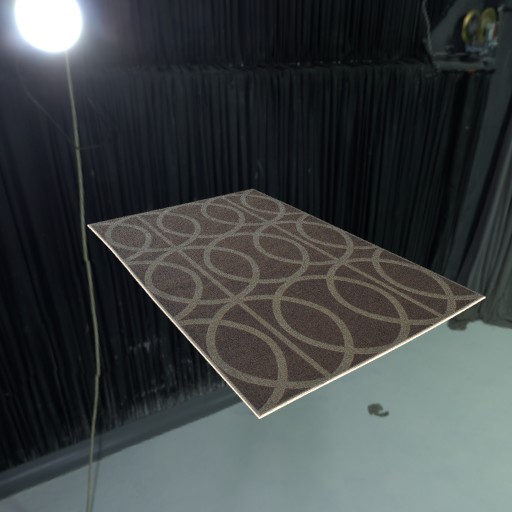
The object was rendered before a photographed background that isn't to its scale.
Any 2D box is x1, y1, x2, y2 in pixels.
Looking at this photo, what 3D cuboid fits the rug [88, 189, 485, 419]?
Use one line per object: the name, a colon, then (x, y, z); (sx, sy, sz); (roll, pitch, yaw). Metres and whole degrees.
rug: (0.000, 0.000, 2.894); (1.526, 0.014, 2.290); (-17, 32, -30)
